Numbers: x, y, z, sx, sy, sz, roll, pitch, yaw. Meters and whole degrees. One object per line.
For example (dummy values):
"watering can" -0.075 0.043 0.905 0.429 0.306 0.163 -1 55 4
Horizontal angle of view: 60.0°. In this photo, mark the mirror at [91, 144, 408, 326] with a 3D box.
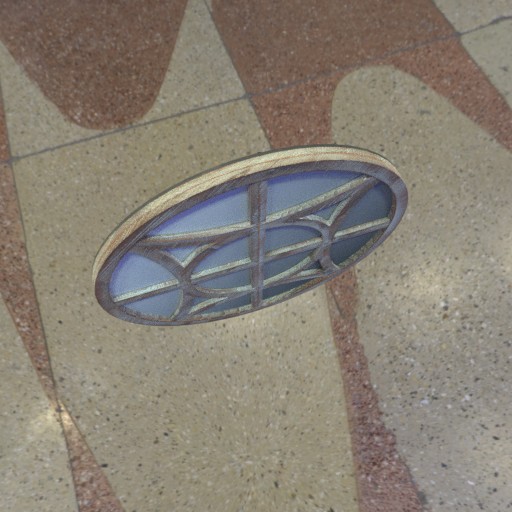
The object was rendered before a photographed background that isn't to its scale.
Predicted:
"mirror" 0.000 0.000 1.016 0.710 0.710 0.038 -16 67 -7
